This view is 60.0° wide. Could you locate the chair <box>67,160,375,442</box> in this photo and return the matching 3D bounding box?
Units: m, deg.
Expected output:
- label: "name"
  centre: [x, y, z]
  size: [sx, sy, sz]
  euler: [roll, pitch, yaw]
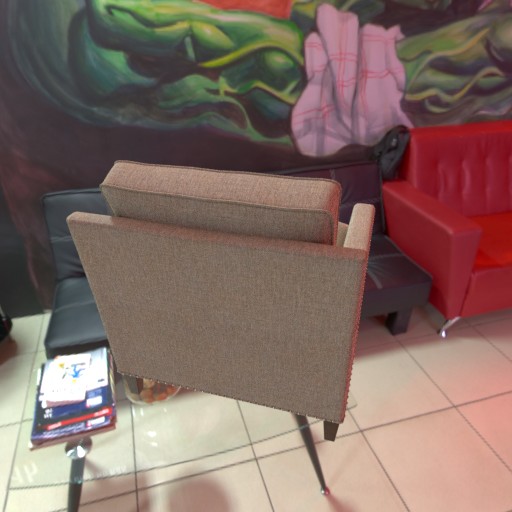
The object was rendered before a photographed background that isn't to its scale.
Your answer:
- label: "chair"
  centre: [0.000, 0.000, 1.741]
  size: [0.853, 0.943, 1.014]
  euler: [8, 31, 14]
